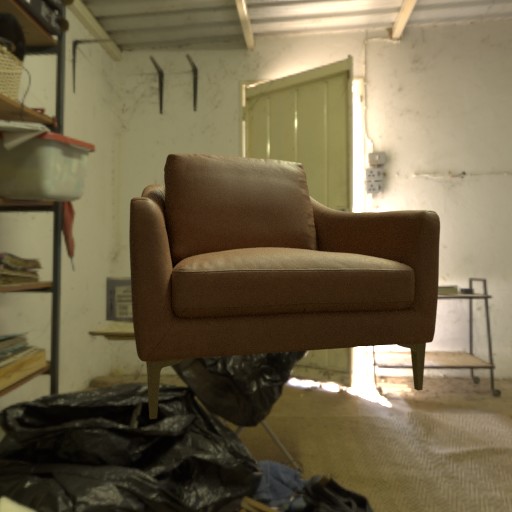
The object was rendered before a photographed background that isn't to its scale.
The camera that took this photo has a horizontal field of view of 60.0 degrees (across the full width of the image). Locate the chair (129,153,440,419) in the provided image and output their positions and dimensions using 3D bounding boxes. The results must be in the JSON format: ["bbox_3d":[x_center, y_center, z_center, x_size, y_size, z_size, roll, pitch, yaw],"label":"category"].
[{"bbox_3d":[0.000,0.000,1.742,0.988,0.895,0.963,0,-1,-18],"label":"chair"}]
